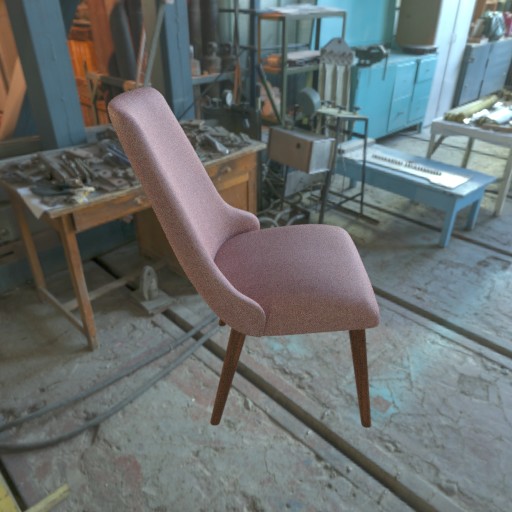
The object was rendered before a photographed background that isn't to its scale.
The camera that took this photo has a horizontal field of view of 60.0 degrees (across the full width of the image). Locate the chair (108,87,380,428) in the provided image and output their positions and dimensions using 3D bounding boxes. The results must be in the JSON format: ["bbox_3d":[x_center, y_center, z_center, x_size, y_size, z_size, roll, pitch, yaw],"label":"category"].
[{"bbox_3d":[0.000,0.000,1.329,0.707,0.918,0.535,0,32,0],"label":"chair"}]
